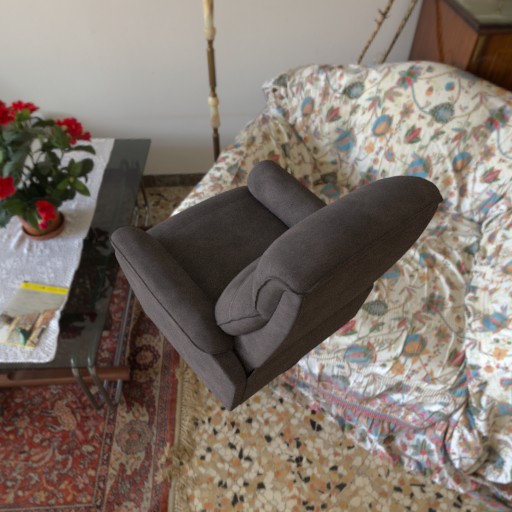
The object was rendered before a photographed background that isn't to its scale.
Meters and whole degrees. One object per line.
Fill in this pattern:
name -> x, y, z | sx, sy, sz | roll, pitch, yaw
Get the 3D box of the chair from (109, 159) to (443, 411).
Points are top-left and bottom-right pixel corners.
chair -> 0.000, 0.000, 1.714 | 0.830, 1.035, 1.009 | -31, 54, -26
